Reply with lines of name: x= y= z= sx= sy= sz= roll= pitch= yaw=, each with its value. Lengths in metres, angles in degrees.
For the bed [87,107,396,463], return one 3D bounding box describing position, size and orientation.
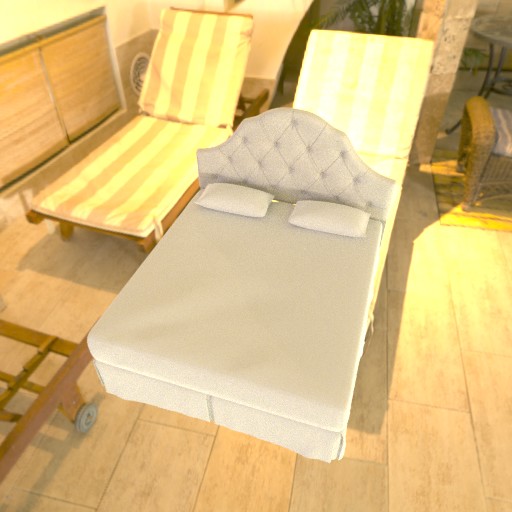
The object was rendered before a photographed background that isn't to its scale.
bed: x=0.000 y=0.000 z=3.619 sx=2.008 sy=1.615 sz=2.214 roll=12 pitch=43 yaw=14
